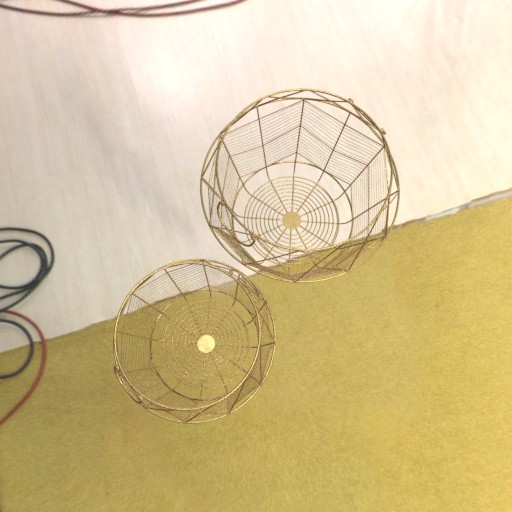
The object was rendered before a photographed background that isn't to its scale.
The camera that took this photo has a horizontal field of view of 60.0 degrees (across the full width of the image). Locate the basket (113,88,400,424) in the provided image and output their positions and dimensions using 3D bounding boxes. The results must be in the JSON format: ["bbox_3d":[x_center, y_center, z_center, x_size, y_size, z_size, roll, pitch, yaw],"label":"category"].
[{"bbox_3d":[0.000,0.000,1.037,0.451,0.343,0.805,33,78,8],"label":"basket"}]
